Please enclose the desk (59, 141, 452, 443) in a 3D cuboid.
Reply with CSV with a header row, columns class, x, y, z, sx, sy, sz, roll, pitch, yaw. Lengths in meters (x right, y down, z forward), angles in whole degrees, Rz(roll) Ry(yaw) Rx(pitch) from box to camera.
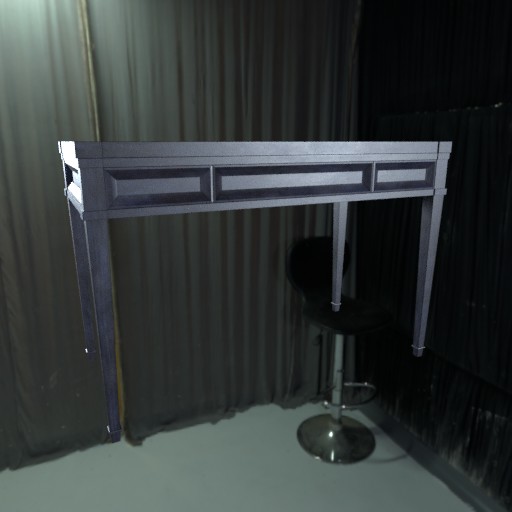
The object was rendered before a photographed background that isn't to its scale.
class,x,y,z,sx,sy,sz,roll,pitch,yaw
desk,0.000,0.000,1.721,1.289,0.861,0.630,-7,16,-26
